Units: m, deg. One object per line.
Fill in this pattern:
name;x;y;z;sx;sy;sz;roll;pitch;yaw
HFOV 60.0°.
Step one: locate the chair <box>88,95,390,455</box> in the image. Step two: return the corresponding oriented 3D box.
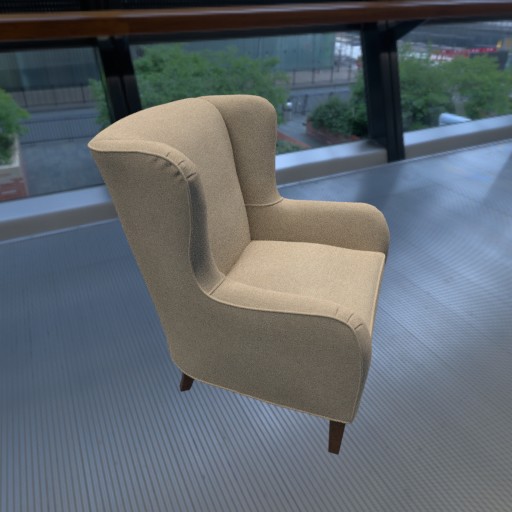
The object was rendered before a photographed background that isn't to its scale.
chair;0.000;0.000;1.709;0.966;1.040;0.838;10;32;16
